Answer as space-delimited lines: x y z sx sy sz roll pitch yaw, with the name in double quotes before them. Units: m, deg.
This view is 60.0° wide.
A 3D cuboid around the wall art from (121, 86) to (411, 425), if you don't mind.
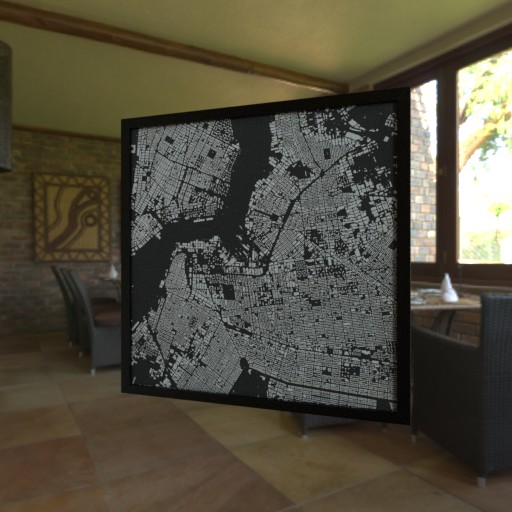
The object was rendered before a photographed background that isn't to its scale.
"wall art" 0.000 0.000 0.455 0.299 0.299 0.037 0 0 18
